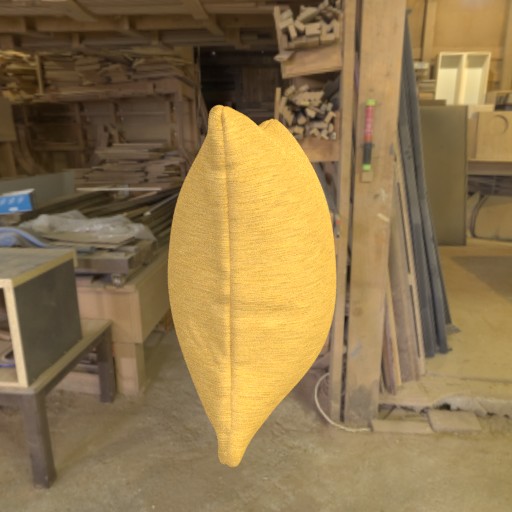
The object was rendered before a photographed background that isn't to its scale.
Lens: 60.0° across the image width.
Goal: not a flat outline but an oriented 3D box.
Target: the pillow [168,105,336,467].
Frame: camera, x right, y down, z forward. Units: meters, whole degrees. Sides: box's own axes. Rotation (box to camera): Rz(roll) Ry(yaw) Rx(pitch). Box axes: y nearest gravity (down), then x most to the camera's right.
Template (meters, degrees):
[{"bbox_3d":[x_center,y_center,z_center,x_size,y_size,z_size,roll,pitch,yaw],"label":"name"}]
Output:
[{"bbox_3d":[0.000,0.000,0.682,0.247,0.417,0.435,3,16,9],"label":"pillow"}]
